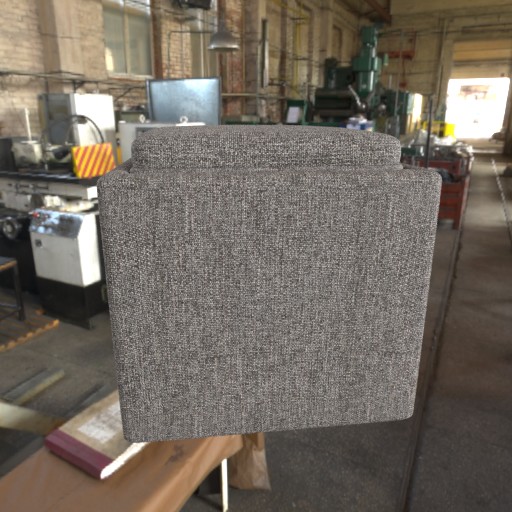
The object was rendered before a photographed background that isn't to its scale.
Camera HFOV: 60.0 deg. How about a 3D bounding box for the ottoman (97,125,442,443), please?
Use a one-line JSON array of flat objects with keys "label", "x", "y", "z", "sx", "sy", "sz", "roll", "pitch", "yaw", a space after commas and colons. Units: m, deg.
[{"label": "ottoman", "x": 0.000, "y": 0.000, "z": 0.816, "sx": 0.450, "sy": 0.460, "sz": 0.450, "roll": -2, "pitch": 18, "yaw": -7}]
